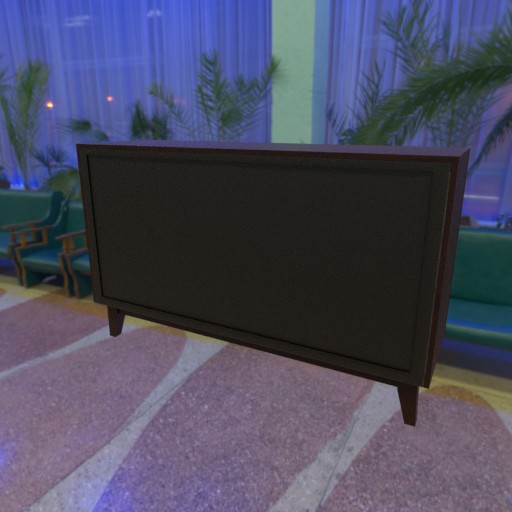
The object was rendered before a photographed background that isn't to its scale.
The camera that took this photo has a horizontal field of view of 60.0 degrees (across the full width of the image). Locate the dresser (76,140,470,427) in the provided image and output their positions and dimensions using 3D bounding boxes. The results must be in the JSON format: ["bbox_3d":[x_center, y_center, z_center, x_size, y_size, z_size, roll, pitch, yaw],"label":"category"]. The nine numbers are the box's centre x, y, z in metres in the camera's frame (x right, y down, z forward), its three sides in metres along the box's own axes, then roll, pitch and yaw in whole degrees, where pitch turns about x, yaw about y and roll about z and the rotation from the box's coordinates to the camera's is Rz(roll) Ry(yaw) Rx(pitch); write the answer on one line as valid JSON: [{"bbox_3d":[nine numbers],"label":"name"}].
[{"bbox_3d":[0.000,0.000,2.005,1.609,0.971,0.499,9,19,27],"label":"dresser"}]
